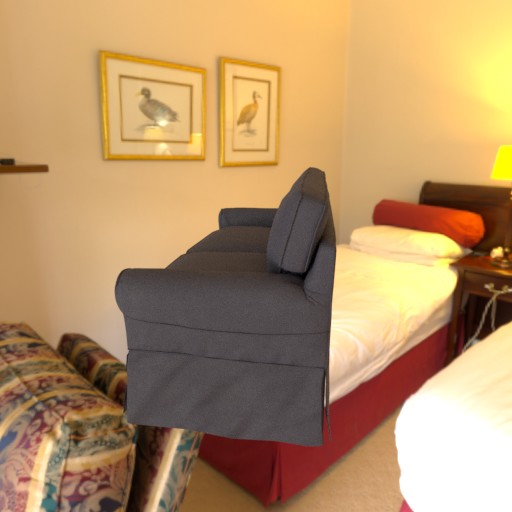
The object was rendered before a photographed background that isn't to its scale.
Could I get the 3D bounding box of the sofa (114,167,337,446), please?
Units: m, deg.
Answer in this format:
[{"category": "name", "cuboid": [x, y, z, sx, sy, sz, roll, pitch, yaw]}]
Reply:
[{"category": "sofa", "cuboid": [0.000, 0.000, 2.890, 0.983, 1.094, 2.256, 2, 14, 8]}]
